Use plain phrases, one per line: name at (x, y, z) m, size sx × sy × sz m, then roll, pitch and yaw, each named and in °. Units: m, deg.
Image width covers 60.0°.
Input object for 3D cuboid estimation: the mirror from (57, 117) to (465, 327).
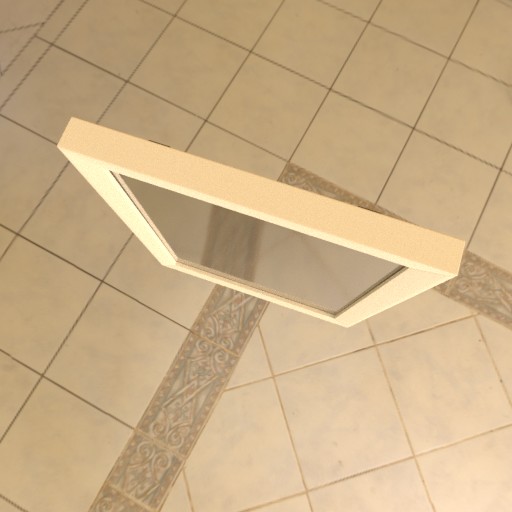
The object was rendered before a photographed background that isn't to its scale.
mirror at (0.000, 0.000, 0.674) m, size 0.405 × 0.508 × 0.041 m, roll 18°, pitch 76°, yaw 5°
